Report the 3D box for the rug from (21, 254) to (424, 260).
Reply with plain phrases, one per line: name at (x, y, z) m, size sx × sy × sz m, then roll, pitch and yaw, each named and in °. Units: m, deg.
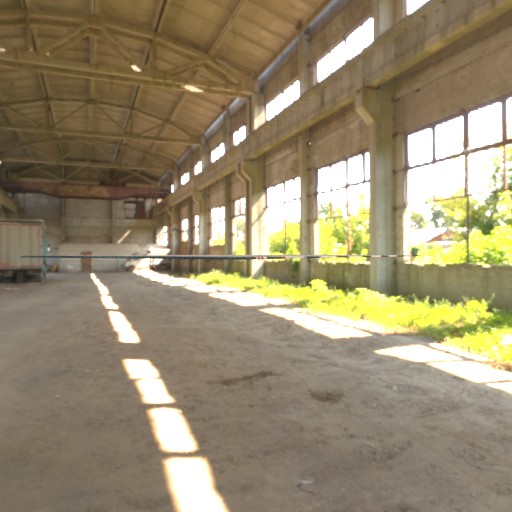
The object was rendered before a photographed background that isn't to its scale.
rug at (0.000, 0.000, 2.315) m, size 1.221 × 0.009 × 1.825 m, roll 0°, pitch 0°, yaw 35°
